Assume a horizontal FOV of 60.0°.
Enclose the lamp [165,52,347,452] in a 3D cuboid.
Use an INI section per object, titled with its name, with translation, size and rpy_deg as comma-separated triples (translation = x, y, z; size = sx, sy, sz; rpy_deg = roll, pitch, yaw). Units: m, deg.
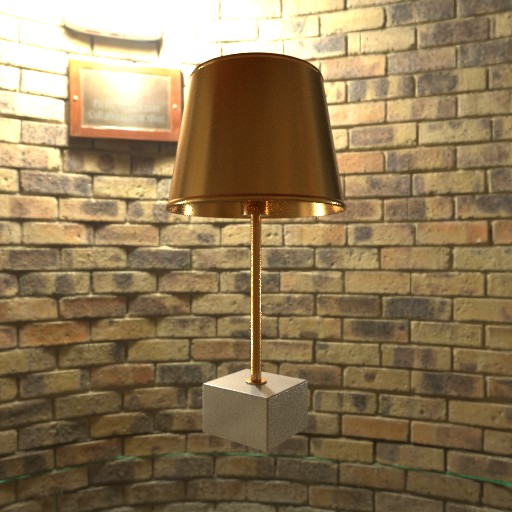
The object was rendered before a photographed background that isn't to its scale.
[lamp]
translation = 0.000, 0.000, 0.518
size = 0.208, 0.406, 0.208
rpy_deg = 0, 0, 0
